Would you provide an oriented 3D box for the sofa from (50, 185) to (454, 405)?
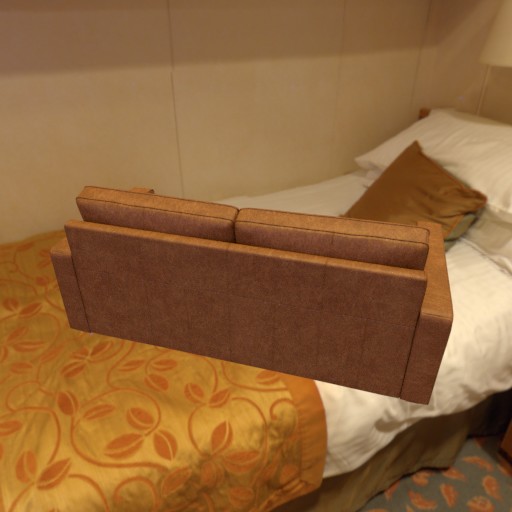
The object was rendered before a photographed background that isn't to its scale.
[{"bbox_3d":[0.000,0.000,2.663,2.156,0.928,0.991,9,32,14],"label":"sofa"}]
